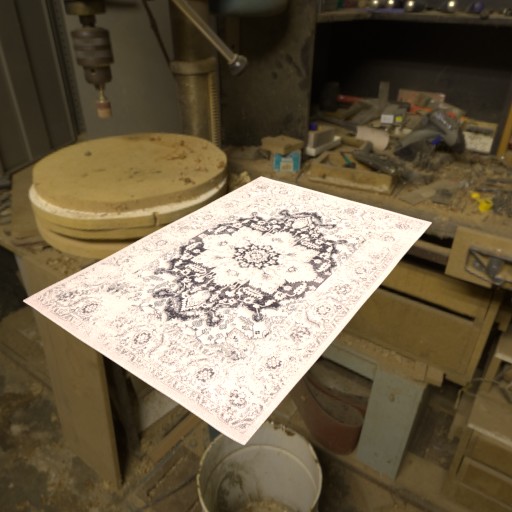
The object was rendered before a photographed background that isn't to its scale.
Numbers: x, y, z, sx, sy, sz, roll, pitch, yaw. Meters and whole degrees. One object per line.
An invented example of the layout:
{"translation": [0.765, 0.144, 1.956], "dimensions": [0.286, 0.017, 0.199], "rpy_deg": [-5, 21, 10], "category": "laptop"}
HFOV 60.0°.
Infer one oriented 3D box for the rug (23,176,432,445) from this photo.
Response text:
{"translation": [0.000, 0.000, 2.261], "dimensions": [1.223, 0.008, 1.813], "rpy_deg": [21, 37, 30], "category": "rug"}
